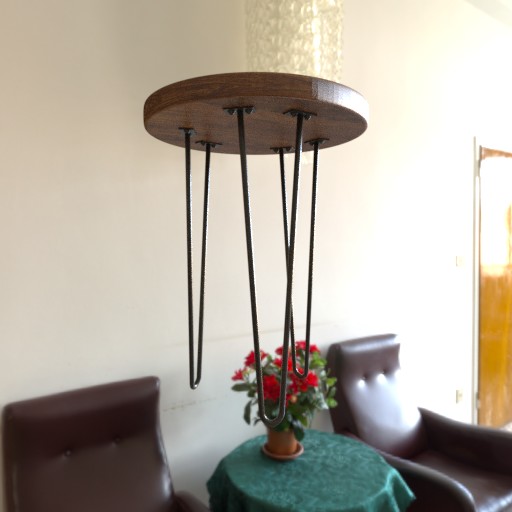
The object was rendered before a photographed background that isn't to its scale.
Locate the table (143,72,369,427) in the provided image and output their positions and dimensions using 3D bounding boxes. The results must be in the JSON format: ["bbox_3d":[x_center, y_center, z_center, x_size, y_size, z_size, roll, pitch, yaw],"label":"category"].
[{"bbox_3d":[0.000,0.000,0.817,0.400,0.520,0.400,0,1,0],"label":"table"}]
